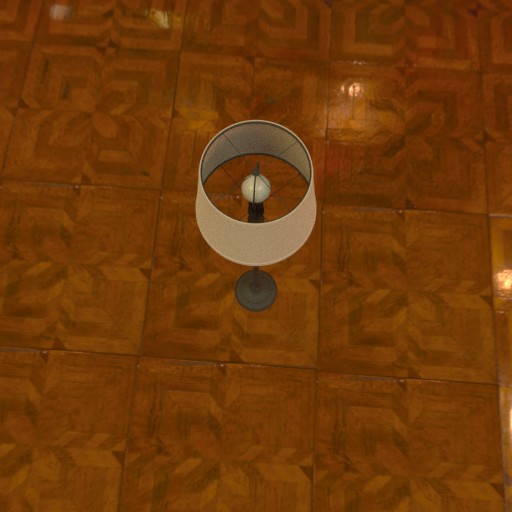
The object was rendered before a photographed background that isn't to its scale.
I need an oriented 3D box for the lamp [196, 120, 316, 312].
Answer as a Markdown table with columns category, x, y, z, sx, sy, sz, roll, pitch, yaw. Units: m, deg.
| category | x | y | z | sx | sy | sz | roll | pitch | yaw |
| --- | --- | --- | --- | --- | --- | --- | --- | --- | --- |
| lamp | 0.000 | 0.000 | 1.711 | 0.327 | 1.506 | 0.327 | 6 | 76 | 2 |
